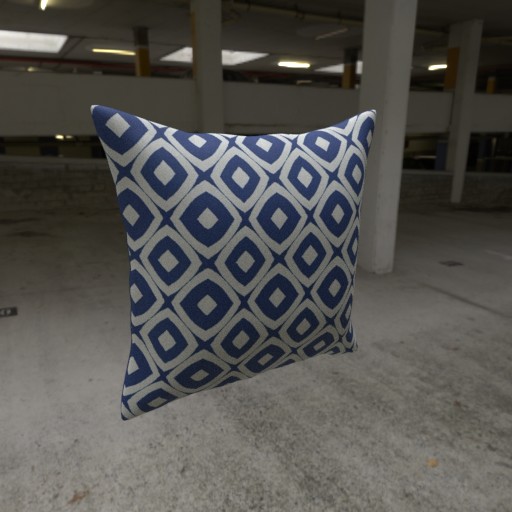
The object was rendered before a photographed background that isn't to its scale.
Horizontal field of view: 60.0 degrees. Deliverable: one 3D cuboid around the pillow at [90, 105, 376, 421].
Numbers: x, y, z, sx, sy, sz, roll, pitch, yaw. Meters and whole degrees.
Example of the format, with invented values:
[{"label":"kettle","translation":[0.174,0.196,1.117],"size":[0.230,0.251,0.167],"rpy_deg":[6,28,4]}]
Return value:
[{"label":"pillow","translation":[0.000,0.000,0.776],"size":[0.504,0.494,0.188],"rpy_deg":[-9,18,-27]}]
